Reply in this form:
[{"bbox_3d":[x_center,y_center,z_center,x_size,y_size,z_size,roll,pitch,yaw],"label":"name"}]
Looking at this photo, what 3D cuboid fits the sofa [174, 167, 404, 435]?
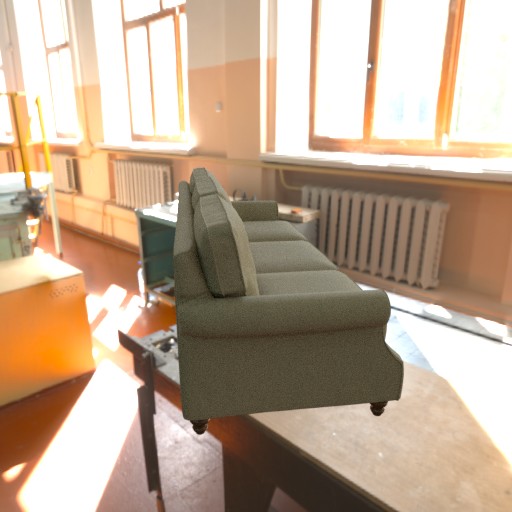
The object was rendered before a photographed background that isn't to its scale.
[{"bbox_3d":[0.000,0.000,2.802,0.966,0.948,2.354,-3,17,-9],"label":"sofa"}]
